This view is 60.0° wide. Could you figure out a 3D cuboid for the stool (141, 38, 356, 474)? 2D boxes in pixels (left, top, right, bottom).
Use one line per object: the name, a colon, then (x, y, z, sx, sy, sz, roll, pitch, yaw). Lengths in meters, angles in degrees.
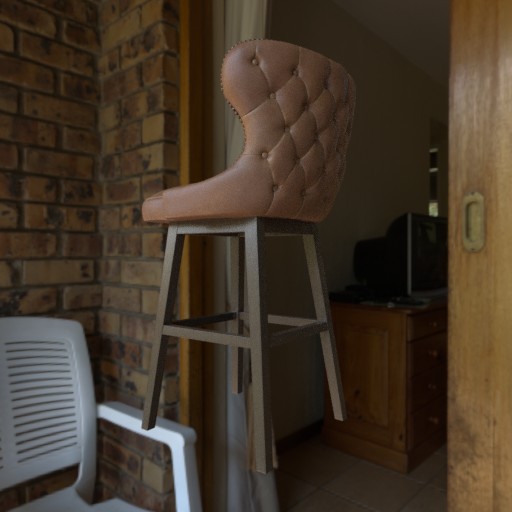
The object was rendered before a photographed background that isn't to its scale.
stool: (0.000, 0.000, 1.411, 0.606, 1.087, 0.591, 0, 1, 37)
